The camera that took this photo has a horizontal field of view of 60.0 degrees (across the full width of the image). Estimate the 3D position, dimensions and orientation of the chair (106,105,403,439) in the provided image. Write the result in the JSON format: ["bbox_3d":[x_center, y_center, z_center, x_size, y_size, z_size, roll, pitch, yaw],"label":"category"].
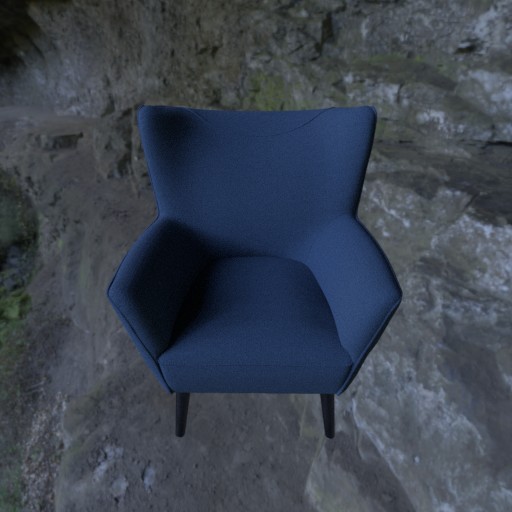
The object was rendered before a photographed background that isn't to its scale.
[{"bbox_3d":[0.000,0.000,1.529,0.781,0.933,0.888,0,30,1],"label":"chair"}]
